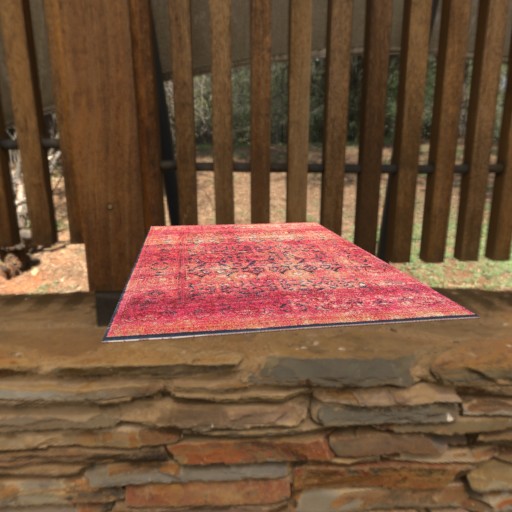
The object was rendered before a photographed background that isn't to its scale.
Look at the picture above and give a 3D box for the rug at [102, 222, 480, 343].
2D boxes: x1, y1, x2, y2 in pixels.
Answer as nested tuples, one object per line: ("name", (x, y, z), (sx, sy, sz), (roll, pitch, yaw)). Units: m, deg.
("rug", (0.000, 0.000, 2.925), (1.539, 0.018, 2.449), (-2, 14, -9))
